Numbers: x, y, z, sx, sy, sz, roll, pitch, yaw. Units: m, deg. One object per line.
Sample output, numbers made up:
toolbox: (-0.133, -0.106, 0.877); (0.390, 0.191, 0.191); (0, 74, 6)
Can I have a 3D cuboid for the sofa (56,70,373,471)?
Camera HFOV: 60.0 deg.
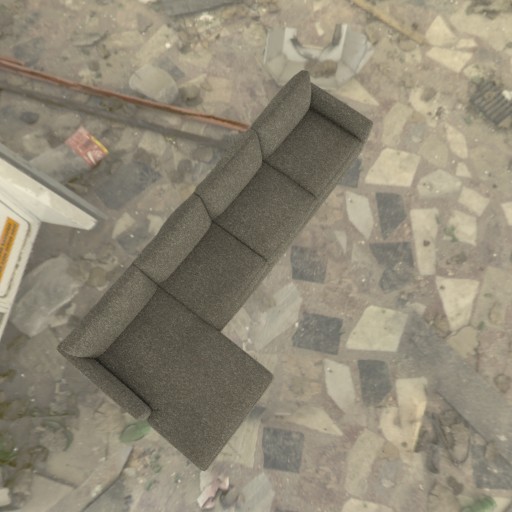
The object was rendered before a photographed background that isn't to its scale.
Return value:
sofa: (0.000, 0.000, 3.483); (1.350, 0.810, 2.932); (36, 77, 10)
